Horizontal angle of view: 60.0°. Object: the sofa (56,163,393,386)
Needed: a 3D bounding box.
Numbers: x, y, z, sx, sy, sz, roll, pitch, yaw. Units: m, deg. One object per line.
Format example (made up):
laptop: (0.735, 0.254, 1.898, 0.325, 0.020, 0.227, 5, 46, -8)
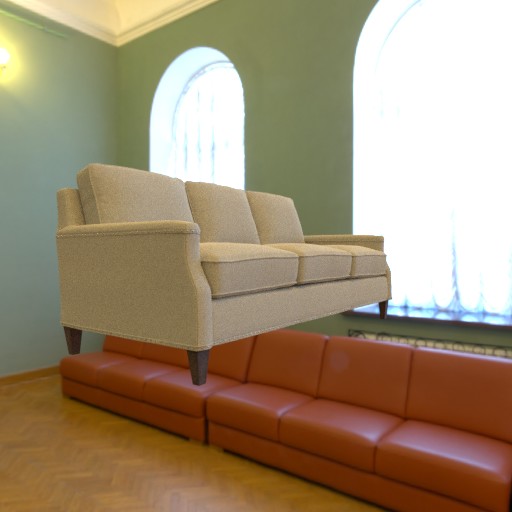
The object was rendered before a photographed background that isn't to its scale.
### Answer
sofa: (0.000, 0.000, 2.910, 1.084, 1.003, 2.246, 1, 1, 36)
